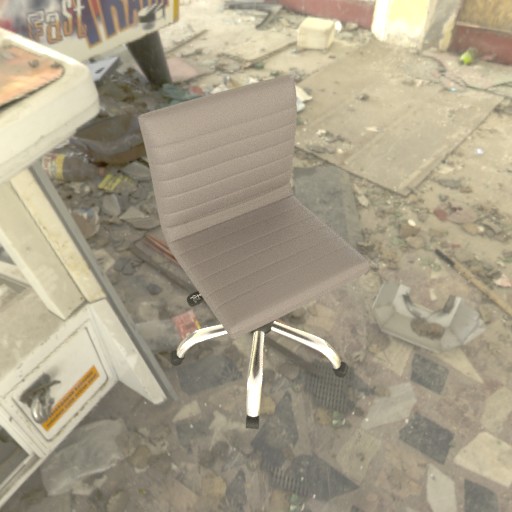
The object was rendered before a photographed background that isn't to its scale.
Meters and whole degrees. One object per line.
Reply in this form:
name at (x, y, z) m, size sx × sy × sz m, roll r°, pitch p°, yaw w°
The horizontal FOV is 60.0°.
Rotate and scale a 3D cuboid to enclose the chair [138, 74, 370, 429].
chair at (0.000, 0.000, 1.175) m, size 0.556 × 0.780 × 0.530 m, roll -23°, pitch 50°, yaw -21°
